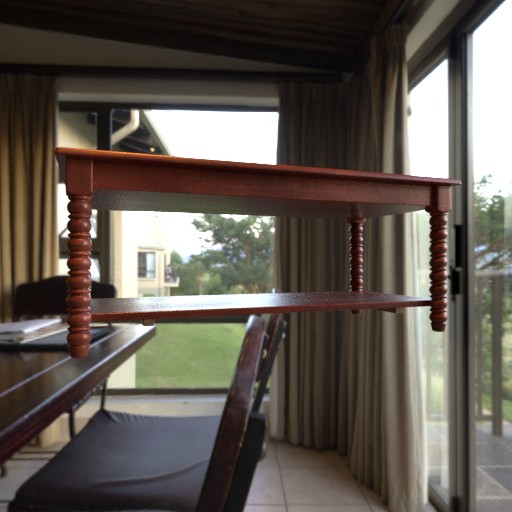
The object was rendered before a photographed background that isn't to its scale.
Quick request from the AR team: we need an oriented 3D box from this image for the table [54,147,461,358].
[{"bbox_3d":[0.000,0.000,1.454,1.171,0.485,0.580,0,0,-20],"label":"table"}]
